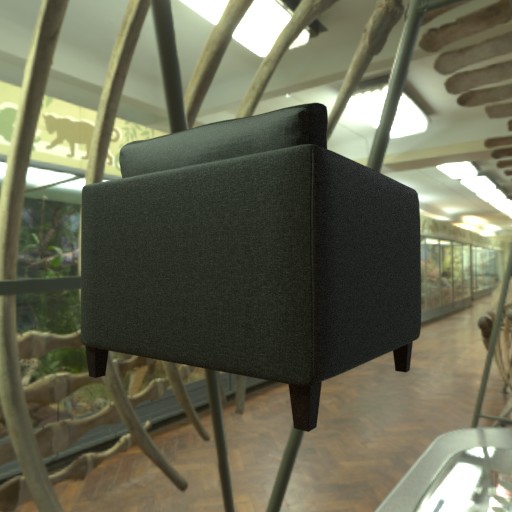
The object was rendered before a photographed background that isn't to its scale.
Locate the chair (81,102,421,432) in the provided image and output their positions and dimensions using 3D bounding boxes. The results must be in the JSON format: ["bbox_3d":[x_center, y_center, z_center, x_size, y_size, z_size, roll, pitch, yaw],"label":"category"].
[{"bbox_3d":[0.000,0.000,1.832,1.107,0.963,0.959,-1,-2,36],"label":"chair"}]
